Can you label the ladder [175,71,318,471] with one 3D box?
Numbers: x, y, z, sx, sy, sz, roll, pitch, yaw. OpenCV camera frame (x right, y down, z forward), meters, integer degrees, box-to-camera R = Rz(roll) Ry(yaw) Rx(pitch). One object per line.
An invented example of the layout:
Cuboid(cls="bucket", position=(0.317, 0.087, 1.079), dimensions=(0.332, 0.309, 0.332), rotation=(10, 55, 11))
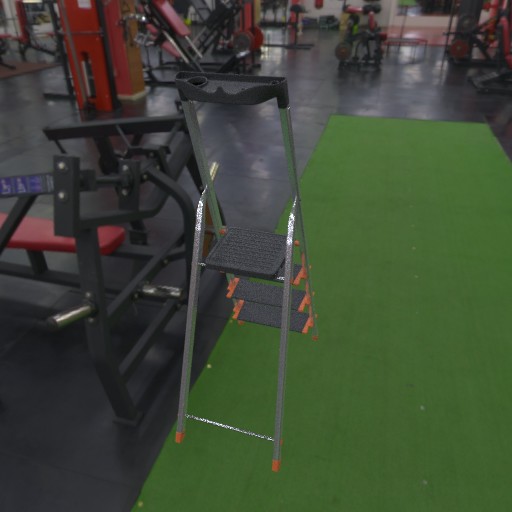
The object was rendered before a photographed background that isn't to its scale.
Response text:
Cuboid(cls="ladder", position=(0.000, 0.000, 1.770), dimensions=(0.452, 1.429, 0.834), rotation=(9, 33, 15))
